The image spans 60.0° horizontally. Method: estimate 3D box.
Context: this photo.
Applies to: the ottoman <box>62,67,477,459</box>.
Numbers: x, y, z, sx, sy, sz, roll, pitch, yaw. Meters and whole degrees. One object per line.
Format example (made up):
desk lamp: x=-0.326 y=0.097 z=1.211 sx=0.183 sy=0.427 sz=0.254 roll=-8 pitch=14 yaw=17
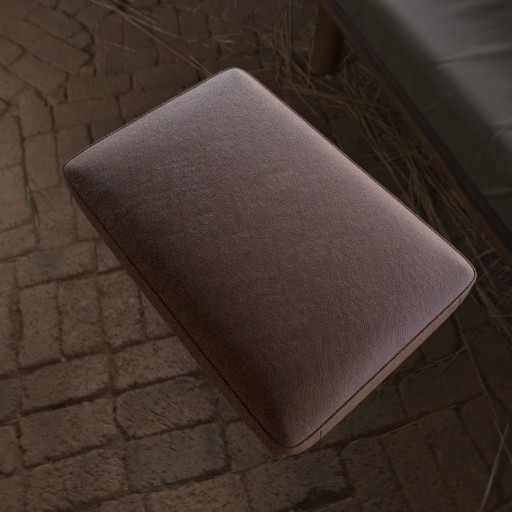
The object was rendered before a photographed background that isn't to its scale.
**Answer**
ottoman: x=0.000 y=0.000 z=1.170 sx=0.584 sy=0.483 sz=0.864 roll=-37 pitch=69 yaw=-17
